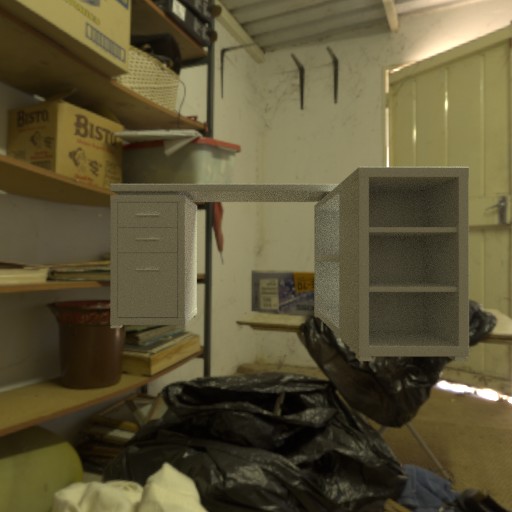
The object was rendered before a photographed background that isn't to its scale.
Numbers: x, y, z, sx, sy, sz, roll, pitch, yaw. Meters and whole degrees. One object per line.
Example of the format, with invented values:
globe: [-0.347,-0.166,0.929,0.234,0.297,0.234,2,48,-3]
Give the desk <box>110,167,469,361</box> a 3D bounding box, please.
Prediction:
desk: [0.000,0.000,2.183,1.524,0.753,1.200,0,0,0]
